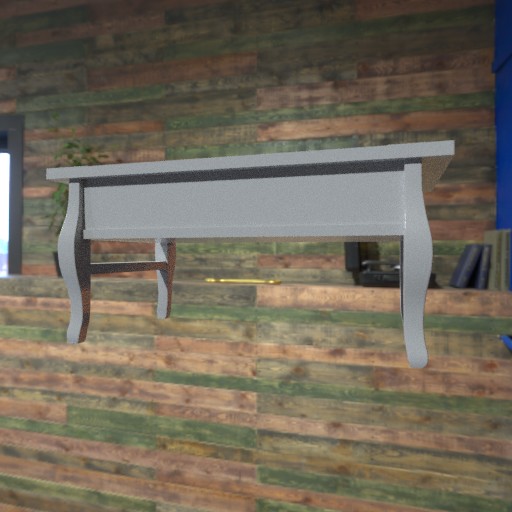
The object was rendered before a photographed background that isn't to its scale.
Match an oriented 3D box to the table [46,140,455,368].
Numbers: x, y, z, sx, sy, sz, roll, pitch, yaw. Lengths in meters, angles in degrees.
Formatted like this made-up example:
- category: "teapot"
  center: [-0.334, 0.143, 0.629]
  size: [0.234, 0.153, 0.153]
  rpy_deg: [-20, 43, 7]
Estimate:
- category: "table"
  center: [0.000, 0.000, 1.376]
  size: [1.062, 0.495, 0.600]
  rpy_deg: [0, 0, 17]
